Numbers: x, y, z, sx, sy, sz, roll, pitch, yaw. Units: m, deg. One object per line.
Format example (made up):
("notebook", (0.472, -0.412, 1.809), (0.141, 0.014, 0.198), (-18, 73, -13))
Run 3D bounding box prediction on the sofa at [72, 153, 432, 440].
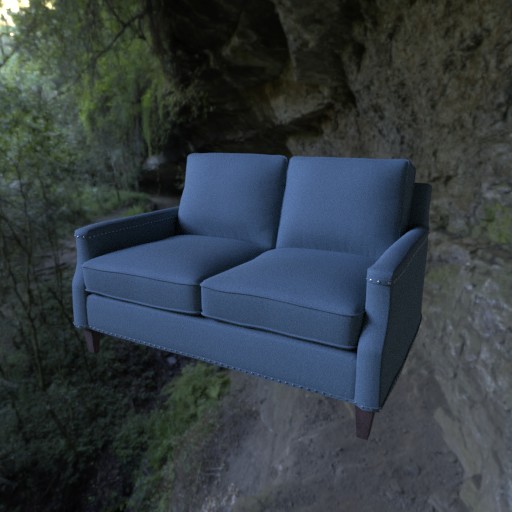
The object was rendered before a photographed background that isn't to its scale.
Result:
("sofa", (0.000, 0.000, 2.286), (1.597, 1.003, 1.084), (8, 17, 28))
